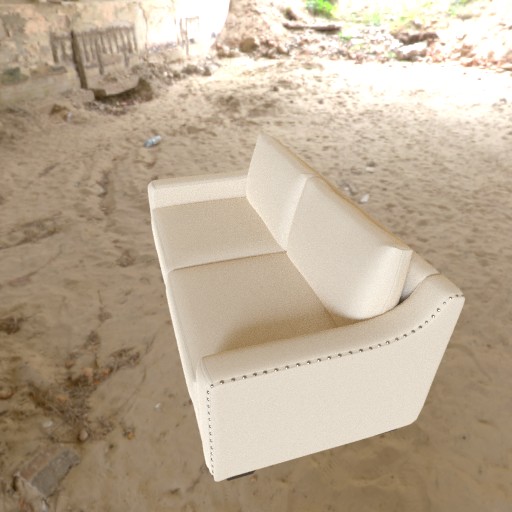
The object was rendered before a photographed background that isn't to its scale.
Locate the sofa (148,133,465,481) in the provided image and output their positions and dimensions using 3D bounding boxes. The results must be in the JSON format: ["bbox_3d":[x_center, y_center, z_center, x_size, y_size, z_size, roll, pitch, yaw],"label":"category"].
[{"bbox_3d":[0.000,0.000,2.269,0.949,0.830,1.812,-9,32,-15],"label":"sofa"}]
